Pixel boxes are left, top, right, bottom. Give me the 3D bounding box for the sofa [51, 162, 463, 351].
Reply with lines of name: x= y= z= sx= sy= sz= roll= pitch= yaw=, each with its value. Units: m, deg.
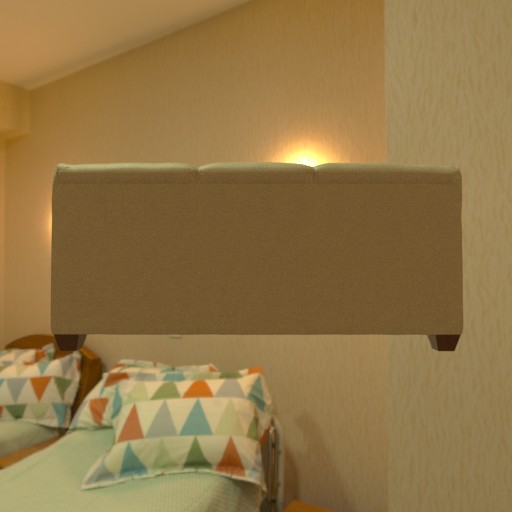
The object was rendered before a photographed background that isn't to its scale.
sofa: x=0.000 y=0.000 z=2.631 sx=2.024 sy=0.958 sz=0.997 roll=0 pitch=-2 yaw=0
